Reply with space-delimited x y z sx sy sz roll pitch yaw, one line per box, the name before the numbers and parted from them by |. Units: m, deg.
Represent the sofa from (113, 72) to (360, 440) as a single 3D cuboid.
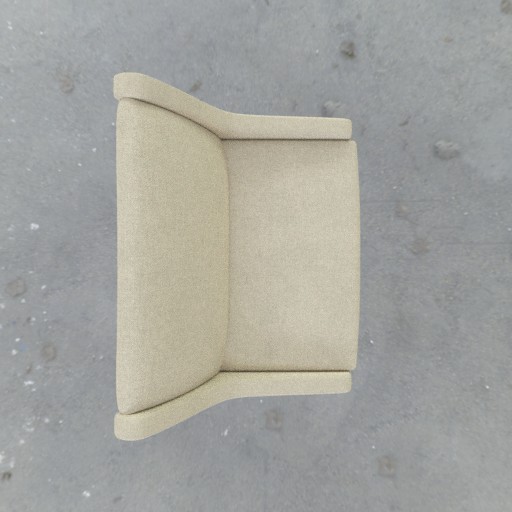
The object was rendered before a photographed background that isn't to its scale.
sofa | 0.000 0.000 1.918 0.946 0.976 1.212 0 90 -1
